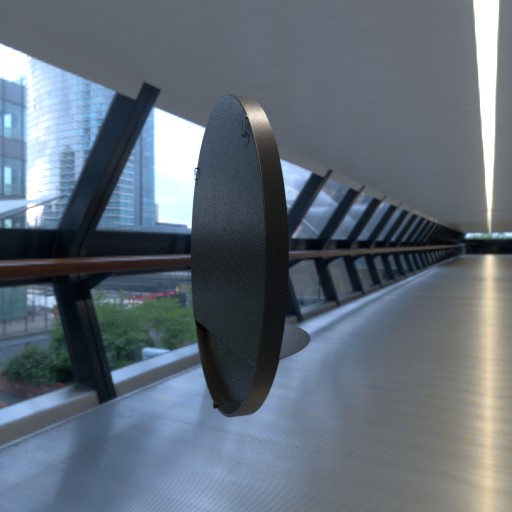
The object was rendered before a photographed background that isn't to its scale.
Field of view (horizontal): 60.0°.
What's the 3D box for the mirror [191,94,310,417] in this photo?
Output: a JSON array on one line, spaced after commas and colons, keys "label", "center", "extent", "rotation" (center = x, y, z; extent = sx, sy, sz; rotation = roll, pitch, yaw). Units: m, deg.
[{"label": "mirror", "center": [0.000, 0.000, 0.683], "extent": [0.133, 0.457, 0.457], "rotation": [0, 0, -18]}]
